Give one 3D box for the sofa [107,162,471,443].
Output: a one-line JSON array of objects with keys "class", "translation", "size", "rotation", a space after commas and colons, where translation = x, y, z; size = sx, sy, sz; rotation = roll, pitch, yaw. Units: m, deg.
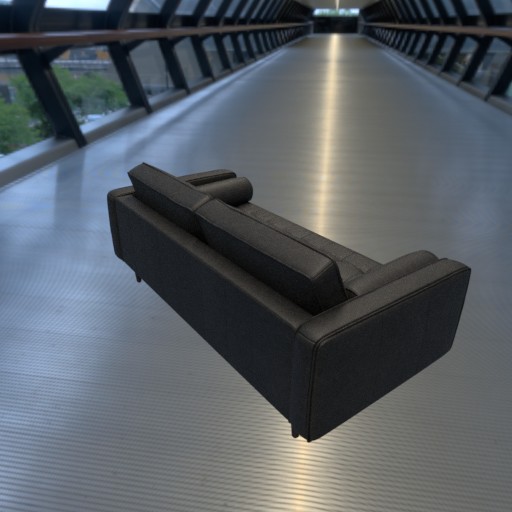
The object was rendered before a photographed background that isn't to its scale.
[{"class": "sofa", "translation": [0.000, 0.000, 2.347], "size": [0.921, 0.770, 1.879], "rotation": [-18, 32, -32]}]
